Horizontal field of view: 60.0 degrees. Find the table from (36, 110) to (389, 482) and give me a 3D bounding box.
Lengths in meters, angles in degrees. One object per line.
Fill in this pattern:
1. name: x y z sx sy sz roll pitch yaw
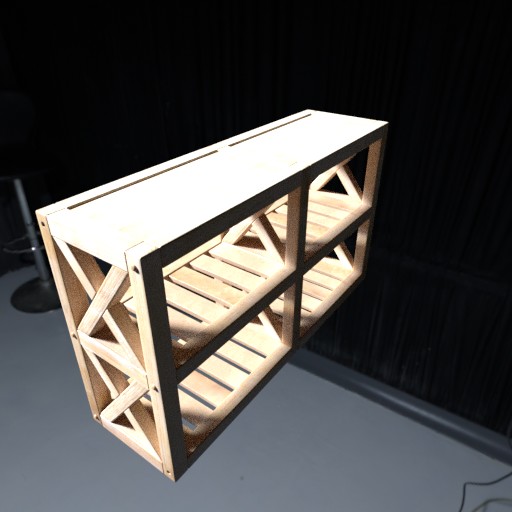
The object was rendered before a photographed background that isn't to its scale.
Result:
1. table: 0.000 0.000 1.632 0.381 0.762 1.320 21 37 30
